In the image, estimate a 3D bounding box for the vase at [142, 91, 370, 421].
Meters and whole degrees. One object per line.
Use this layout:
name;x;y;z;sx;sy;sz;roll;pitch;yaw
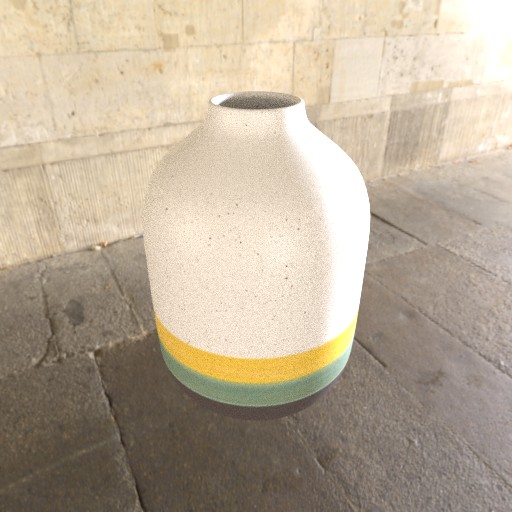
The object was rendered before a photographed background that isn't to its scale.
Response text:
vase;0.000;0.000;0.354;0.169;0.240;0.169;0;30;0
